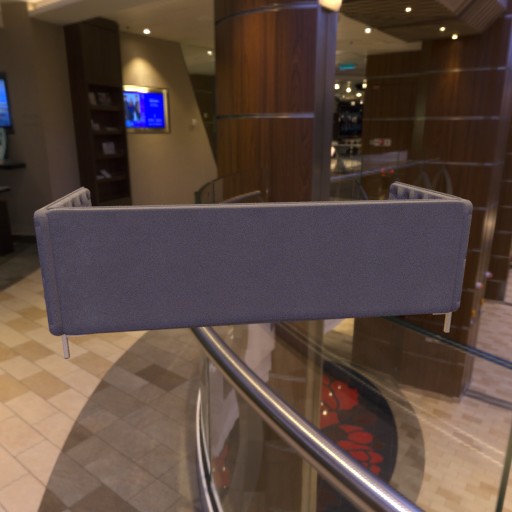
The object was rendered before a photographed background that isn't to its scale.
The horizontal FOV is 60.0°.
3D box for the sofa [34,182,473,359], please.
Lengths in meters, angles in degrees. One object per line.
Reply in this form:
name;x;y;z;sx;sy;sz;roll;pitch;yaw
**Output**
sofa;0.000;0.000;2.659;2.209;0.771;0.895;-2;16;-8
